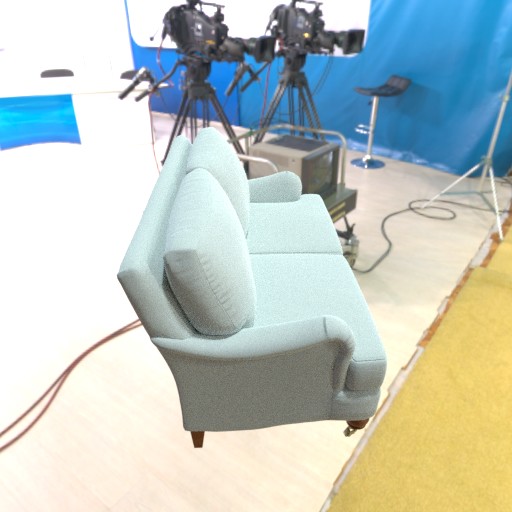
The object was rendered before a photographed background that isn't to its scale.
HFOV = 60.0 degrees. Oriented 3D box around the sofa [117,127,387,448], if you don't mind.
[{"bbox_3d":[0.000,0.000,2.595,1.084,1.101,1.853,-1,31,-2],"label":"sofa"}]
